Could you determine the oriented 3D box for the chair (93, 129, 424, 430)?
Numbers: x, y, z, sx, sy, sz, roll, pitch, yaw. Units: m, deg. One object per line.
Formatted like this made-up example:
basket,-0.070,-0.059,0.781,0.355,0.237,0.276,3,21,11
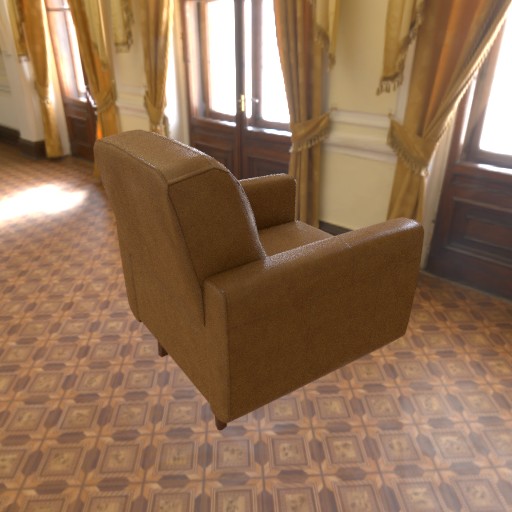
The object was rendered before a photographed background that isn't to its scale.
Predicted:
chair,0.000,0.000,1.704,0.942,0.968,0.845,-17,31,-31
